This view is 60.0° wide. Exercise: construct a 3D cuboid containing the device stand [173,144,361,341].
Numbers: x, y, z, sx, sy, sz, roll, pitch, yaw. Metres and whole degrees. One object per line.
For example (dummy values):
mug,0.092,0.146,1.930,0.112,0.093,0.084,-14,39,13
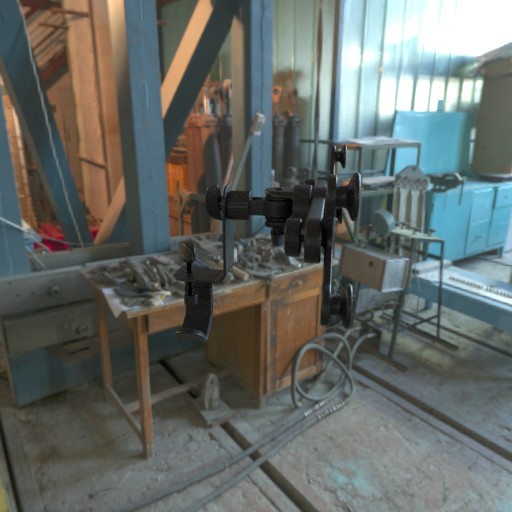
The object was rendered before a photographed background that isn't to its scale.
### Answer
device stand,0.000,0.000,0.363,0.142,0.166,0.270,3,17,9
